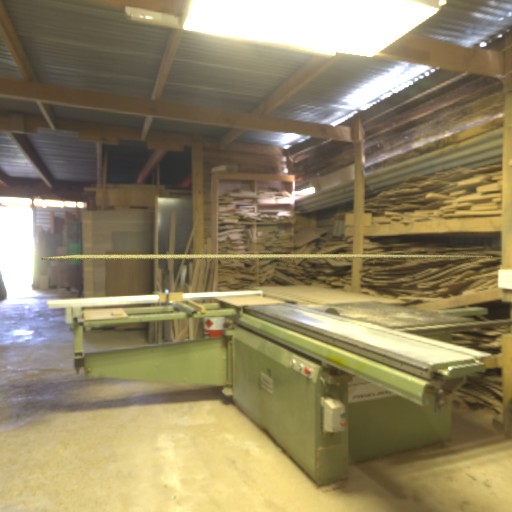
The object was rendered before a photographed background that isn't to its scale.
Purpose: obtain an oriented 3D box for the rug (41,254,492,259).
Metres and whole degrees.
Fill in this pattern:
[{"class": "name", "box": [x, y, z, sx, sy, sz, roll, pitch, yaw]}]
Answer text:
[{"class": "rug", "box": [0.000, 0.000, 2.858, 2.297, 0.007, 1.529, 0, 1, -17]}]
